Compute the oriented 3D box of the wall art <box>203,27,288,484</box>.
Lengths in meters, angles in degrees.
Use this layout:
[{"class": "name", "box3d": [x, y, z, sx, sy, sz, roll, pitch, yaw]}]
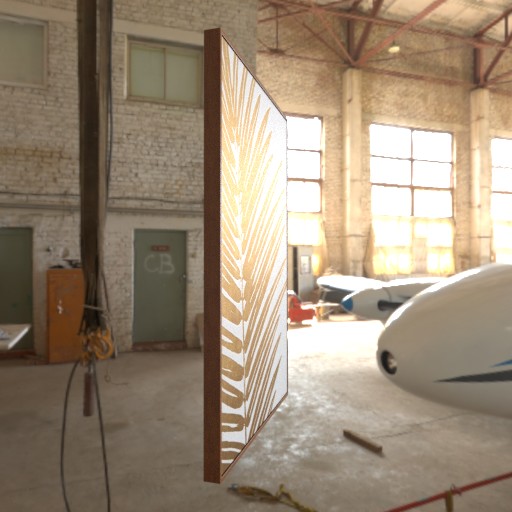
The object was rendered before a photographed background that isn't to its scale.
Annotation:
[{"class": "wall art", "box3d": [0.000, 0.000, 1.183, 0.037, 0.914, 0.610, 0, 0, 17]}]
